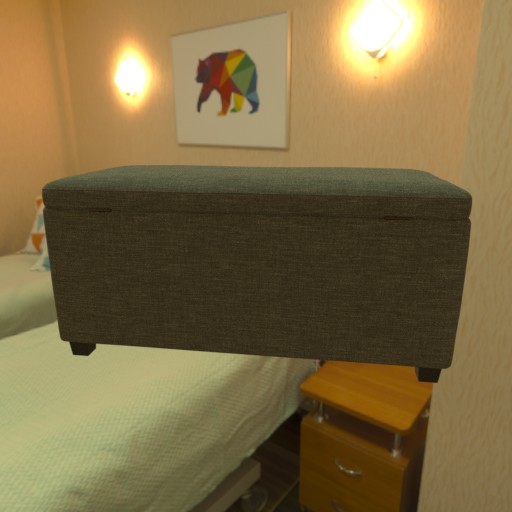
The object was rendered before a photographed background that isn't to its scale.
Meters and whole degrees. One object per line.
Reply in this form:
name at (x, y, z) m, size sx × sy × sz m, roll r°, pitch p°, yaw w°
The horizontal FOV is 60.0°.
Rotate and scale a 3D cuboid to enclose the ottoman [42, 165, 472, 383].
ottoman at (0.000, 0.000, 1.119) m, size 0.902 × 0.432 × 0.419 m, roll 2°, pitch 17°, yaw 8°
